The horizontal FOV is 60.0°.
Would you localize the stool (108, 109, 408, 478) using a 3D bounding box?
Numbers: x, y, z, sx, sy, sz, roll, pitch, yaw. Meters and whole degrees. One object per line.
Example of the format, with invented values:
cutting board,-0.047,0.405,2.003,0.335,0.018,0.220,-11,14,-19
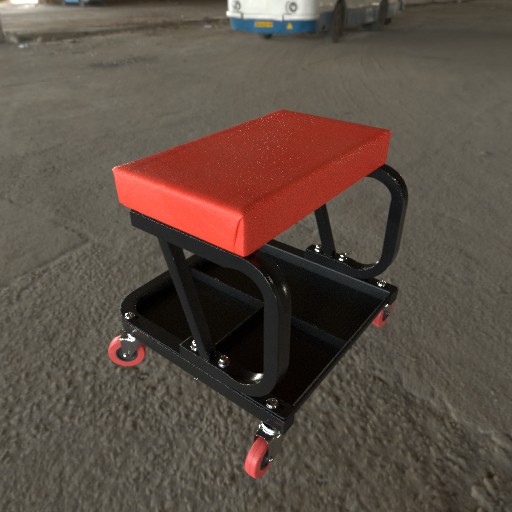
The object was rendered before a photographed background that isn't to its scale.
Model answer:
stool,0.000,0.000,0.728,0.371,0.380,0.446,22,39,31
